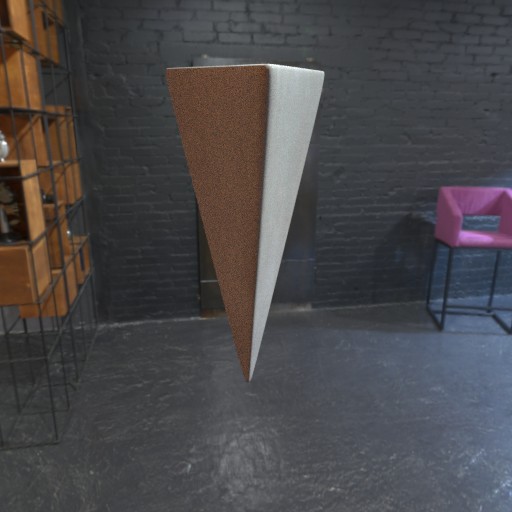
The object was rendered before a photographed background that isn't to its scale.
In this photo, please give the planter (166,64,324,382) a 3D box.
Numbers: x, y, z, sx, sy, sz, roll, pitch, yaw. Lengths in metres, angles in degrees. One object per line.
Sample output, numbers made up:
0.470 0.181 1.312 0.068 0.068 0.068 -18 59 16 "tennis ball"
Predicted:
0.000 0.000 0.160 0.058 0.130 0.047 -2 16 -9 "planter"
